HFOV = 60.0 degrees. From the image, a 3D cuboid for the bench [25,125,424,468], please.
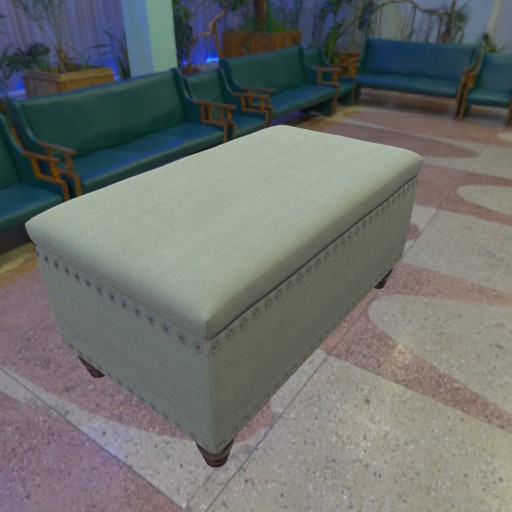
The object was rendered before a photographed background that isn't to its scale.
[{"bbox_3d":[0.000,0.000,1.156,0.500,0.449,0.887,22,38,31],"label":"bench"}]
